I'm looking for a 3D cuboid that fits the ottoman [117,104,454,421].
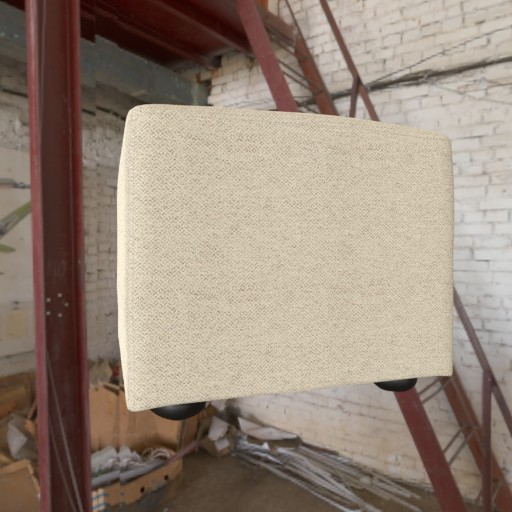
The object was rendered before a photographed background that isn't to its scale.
[{"bbox_3d":[0.000,0.000,0.868,0.512,0.453,0.521,0,1,-18],"label":"ottoman"}]
